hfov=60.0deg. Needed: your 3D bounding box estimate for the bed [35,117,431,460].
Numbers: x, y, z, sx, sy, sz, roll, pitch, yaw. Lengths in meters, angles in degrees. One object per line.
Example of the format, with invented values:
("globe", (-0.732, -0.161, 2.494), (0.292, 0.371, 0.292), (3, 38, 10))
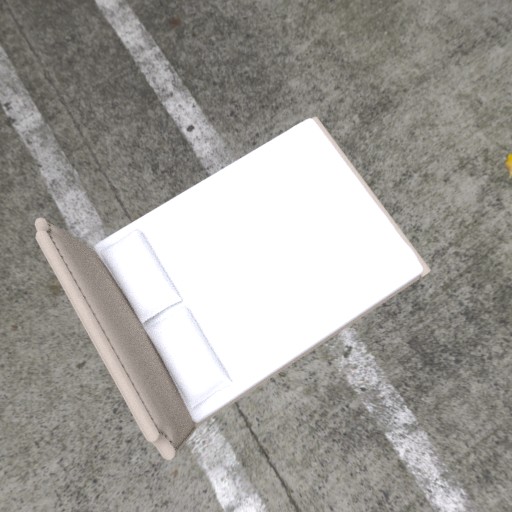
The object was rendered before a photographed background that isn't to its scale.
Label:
("bed", (0.000, 0.000, 3.407), (2.372, 1.443, 1.713), (-32, 79, -7))
